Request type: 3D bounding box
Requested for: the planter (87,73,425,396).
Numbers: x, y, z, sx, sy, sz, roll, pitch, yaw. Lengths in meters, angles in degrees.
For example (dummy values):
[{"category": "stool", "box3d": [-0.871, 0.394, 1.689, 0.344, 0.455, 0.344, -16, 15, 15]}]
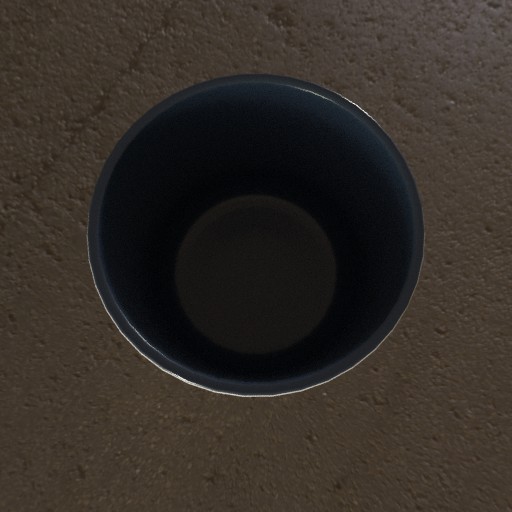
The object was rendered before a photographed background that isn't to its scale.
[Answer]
[{"category": "planter", "box3d": [0.000, 0.000, 0.276, 0.159, 0.144, 0.159, 0, 76, 0]}]
